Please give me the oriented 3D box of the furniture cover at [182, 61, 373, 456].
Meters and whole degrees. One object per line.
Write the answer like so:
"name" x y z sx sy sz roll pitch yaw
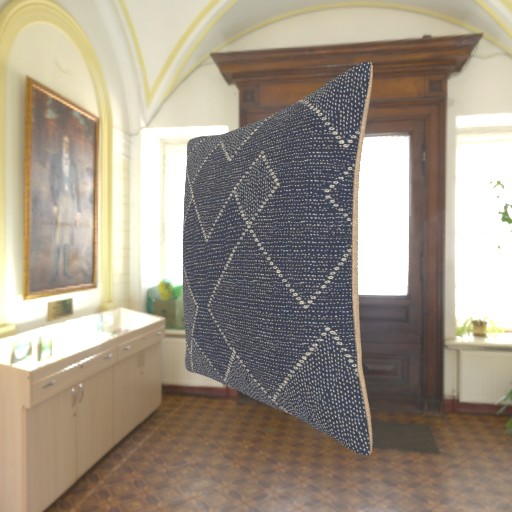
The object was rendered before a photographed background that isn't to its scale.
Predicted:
"furniture cover" 0.000 0.000 0.766 0.162 0.503 0.511 0 1 -35
